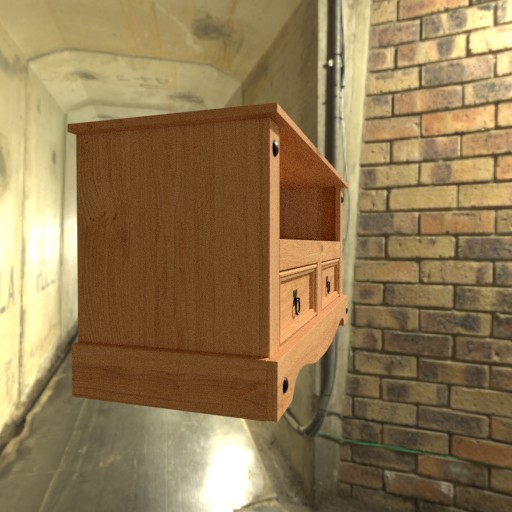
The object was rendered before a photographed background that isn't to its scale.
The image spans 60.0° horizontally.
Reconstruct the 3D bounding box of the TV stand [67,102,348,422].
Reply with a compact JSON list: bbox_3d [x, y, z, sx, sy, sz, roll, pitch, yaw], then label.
[{"bbox_3d":[0.000,0.000,1.334,0.440,0.550,1.080,0,2,18],"label":"TV stand"}]
